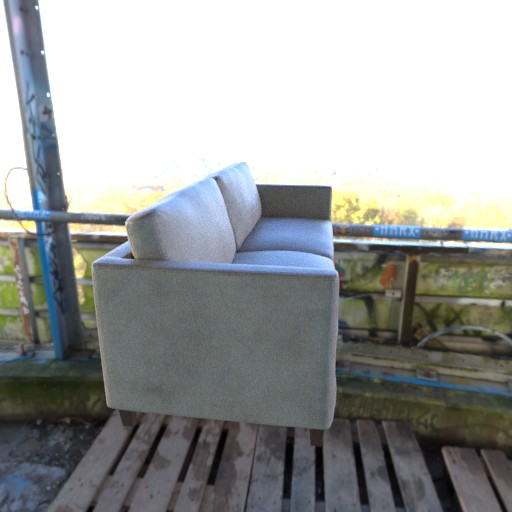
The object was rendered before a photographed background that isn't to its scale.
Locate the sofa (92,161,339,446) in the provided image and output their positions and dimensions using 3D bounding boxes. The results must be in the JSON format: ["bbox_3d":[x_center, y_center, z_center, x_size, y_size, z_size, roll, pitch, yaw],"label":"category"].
[{"bbox_3d":[0.000,0.000,2.683,0.951,0.965,2.208,3,17,8],"label":"sofa"}]
